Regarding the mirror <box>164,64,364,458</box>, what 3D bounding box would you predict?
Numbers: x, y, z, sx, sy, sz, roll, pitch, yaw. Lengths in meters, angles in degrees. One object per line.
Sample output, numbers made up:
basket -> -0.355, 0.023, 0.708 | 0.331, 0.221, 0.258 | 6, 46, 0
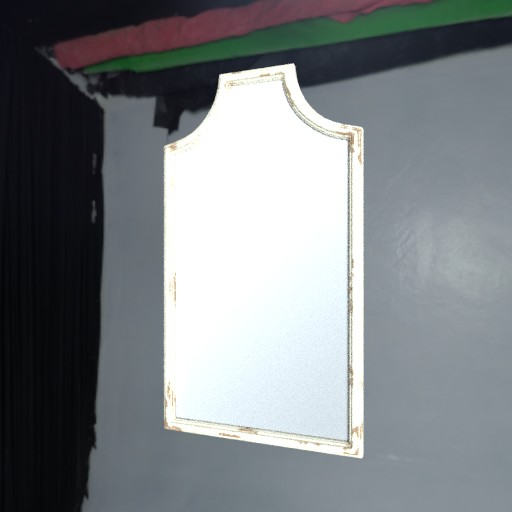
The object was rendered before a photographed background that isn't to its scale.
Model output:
mirror -> 0.000, 0.000, 0.854 | 0.403, 0.717, 0.022 | 0, 0, 20
